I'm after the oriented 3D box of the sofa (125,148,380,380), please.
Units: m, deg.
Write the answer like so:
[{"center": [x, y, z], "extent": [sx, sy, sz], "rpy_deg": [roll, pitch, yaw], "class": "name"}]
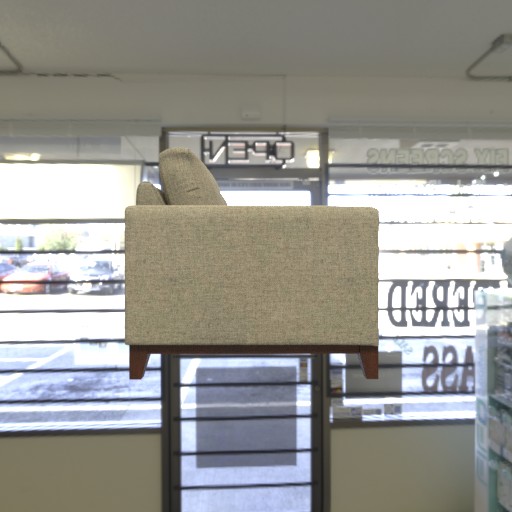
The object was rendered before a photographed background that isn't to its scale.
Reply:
[{"center": [0.000, 0.000, 2.575], "extent": [0.969, 0.892, 1.978], "rpy_deg": [0, 0, 0], "class": "sofa"}]
